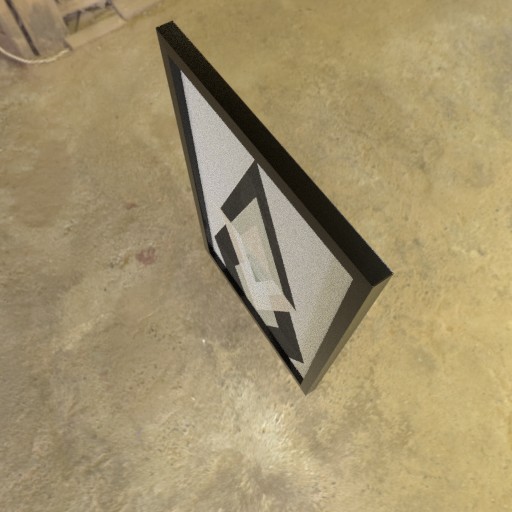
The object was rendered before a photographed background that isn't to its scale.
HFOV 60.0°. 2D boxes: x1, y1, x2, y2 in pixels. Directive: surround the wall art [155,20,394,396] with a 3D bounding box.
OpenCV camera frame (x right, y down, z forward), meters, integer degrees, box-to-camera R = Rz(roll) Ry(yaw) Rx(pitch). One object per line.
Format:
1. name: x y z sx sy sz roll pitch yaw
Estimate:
1. wall art: 0.000 0.000 0.563 0.019 0.455 0.314 -31 68 -14
